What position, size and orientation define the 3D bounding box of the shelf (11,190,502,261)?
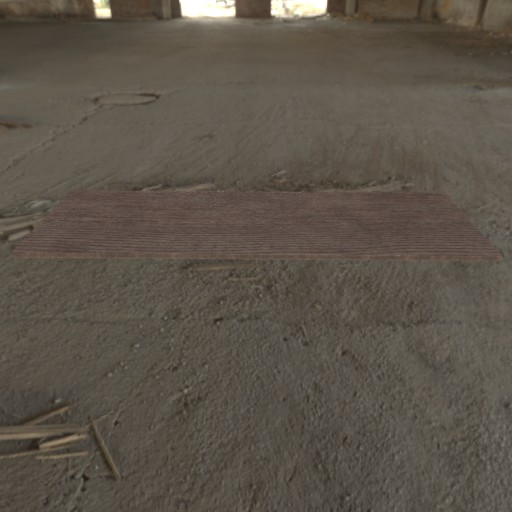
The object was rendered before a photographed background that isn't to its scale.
[{"bbox_3d":[0.000,0.000,0.667,0.610,0.125,0.200,0,31,1],"label":"shelf"}]
